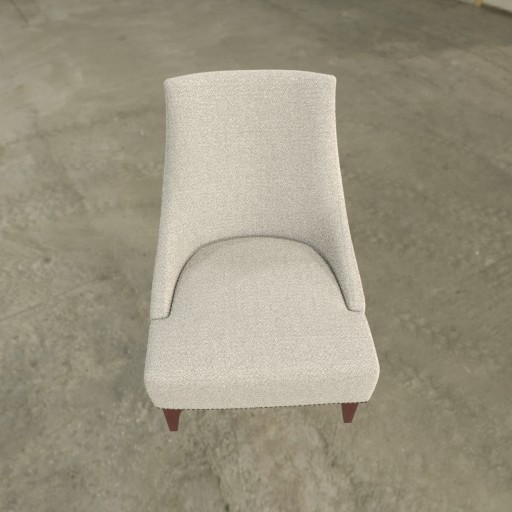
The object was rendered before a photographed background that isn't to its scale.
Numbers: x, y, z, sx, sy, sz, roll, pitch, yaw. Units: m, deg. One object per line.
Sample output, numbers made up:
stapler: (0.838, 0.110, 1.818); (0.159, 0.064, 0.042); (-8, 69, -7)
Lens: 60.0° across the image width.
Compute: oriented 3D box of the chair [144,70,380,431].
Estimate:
chair: (0.000, 0.000, 1.488); (0.701, 0.909, 0.861); (-2, 46, -2)
